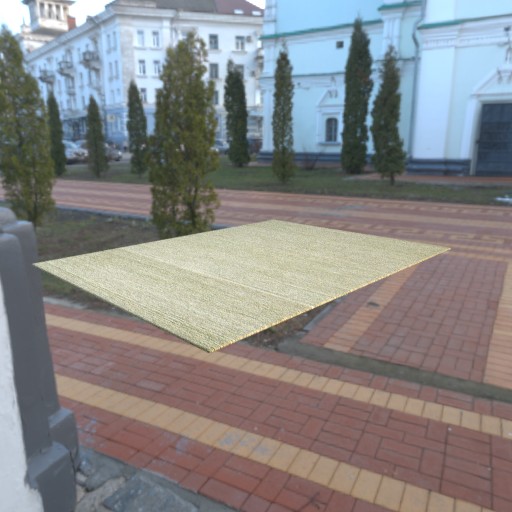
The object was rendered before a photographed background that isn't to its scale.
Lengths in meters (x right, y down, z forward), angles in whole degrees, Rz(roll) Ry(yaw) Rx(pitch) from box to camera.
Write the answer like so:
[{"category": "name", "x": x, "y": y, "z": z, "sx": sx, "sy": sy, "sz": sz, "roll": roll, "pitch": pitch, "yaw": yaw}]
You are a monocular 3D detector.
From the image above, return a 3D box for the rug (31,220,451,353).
[{"category": "rug", "x": 0.000, "y": 0.000, "z": 4.206, "sx": 2.425, "sy": 0.016, "sz": 3.198, "roll": 14, "pitch": 20, "yaw": 42}]
